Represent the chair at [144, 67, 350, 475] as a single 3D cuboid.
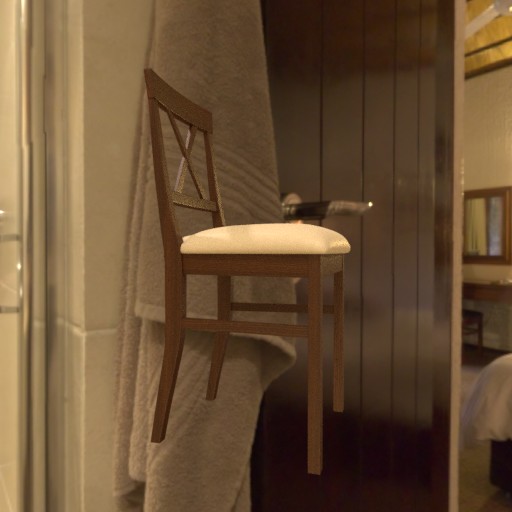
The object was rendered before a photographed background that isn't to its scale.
[{"bbox_3d":[0.000,0.000,1.188,0.480,0.913,0.440,0,1,18],"label":"chair"}]
